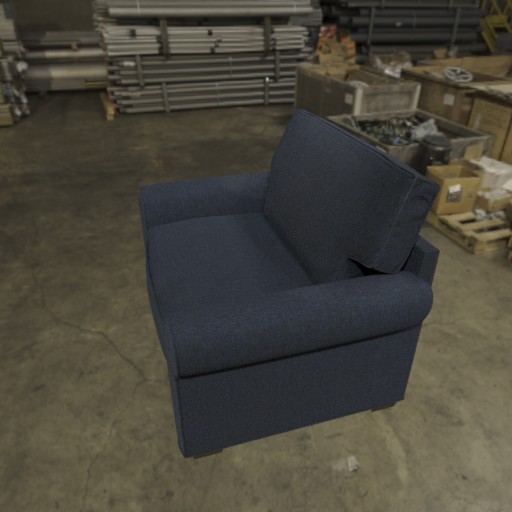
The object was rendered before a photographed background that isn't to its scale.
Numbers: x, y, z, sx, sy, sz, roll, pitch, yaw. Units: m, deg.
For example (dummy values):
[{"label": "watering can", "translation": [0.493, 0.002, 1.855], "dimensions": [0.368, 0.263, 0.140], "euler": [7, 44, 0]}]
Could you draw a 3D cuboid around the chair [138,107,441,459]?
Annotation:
[{"label": "chair", "translation": [0.000, 0.000, 1.954], "dimensions": [0.963, 1.044, 1.285], "euler": [-9, 32, -15]}]
